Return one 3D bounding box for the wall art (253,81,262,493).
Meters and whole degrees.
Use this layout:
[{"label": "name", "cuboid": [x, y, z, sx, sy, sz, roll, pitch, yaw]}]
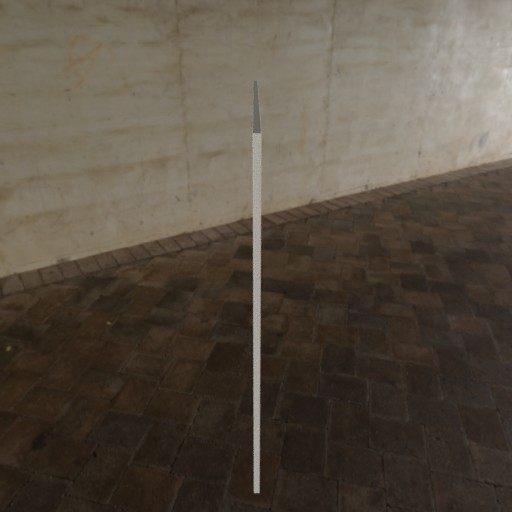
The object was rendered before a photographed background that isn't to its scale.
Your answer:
[{"label": "wall art", "cuboid": [0.000, 0.000, 1.200, 0.013, 0.813, 0.812, 0, 27, 0]}]
